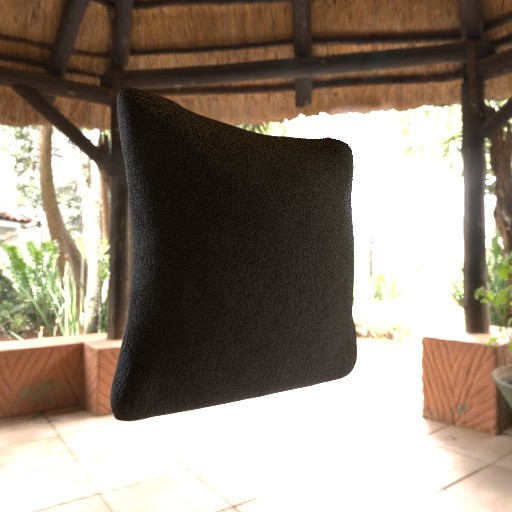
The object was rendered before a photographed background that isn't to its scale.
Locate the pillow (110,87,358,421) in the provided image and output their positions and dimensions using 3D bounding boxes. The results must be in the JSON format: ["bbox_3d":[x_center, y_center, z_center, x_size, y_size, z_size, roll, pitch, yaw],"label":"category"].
[{"bbox_3d":[0.000,0.000,0.828,0.533,0.523,0.210,2,-3,-36],"label":"pillow"}]
